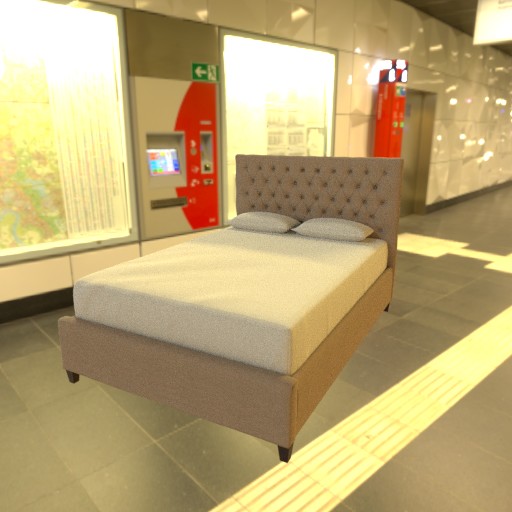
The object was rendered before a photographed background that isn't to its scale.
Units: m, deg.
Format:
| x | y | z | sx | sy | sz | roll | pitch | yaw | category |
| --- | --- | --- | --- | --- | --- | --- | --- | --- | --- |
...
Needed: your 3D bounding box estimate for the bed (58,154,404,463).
| x | y | z | sx | sy | sz | roll | pitch | yaw | category |
| --- | --- | --- | --- | --- | --- | --- | --- | --- | --- |
| 0.000 | 0.000 | 3.433 | 1.698 | 1.427 | 2.387 | 8 | 17 | 27 | bed |
